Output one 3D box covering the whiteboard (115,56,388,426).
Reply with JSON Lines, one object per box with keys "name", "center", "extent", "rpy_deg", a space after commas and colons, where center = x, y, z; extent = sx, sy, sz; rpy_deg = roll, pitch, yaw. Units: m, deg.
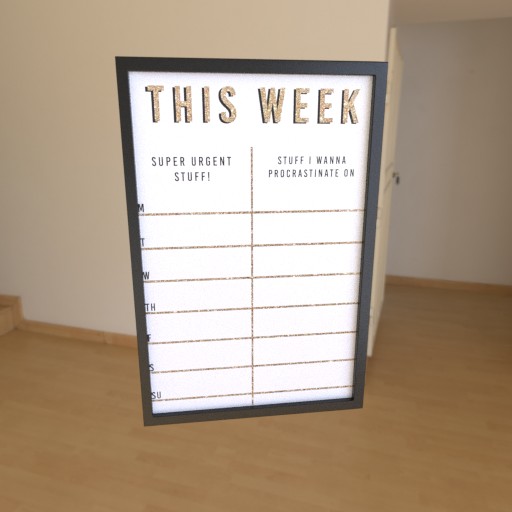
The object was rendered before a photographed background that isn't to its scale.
{"name": "whiteboard", "center": [0.000, 0.000, 0.746], "extent": [0.406, 0.611, 0.026], "rpy_deg": [-2, 16, -8]}
